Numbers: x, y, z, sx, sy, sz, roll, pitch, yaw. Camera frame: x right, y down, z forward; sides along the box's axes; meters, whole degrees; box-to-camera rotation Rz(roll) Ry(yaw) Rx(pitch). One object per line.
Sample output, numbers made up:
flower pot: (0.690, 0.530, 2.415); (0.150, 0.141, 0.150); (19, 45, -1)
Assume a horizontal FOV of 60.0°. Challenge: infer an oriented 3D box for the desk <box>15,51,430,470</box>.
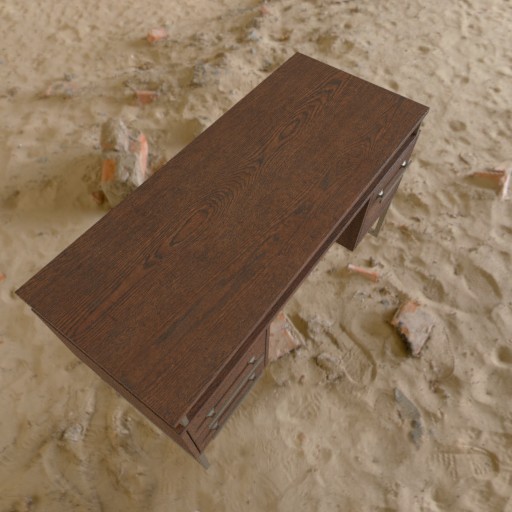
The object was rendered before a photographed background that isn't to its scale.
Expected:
desk: (0.000, 0.000, 1.739); (0.610, 0.792, 1.384); (32, 63, 19)
